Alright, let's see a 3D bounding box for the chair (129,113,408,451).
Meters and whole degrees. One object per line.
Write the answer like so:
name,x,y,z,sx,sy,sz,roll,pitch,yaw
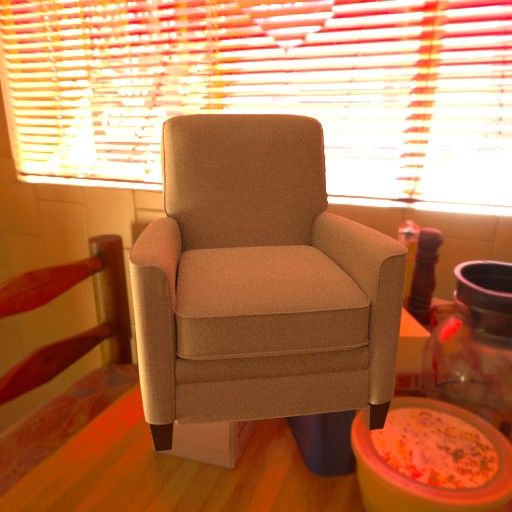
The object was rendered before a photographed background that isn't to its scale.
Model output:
chair,0.000,0.000,1.649,0.845,1.023,0.859,-2,17,-8
